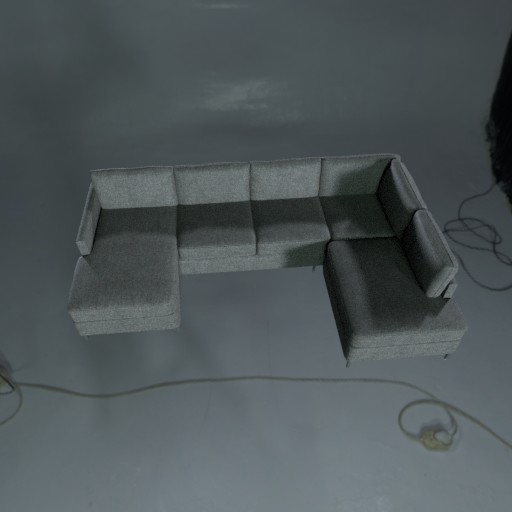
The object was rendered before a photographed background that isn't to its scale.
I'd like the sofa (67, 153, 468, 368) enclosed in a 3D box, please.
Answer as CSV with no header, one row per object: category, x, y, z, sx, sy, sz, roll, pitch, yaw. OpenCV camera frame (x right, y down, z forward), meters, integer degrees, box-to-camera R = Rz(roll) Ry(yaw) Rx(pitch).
sofa,0.000,0.000,4.308,3.423,0.999,2.048,-4,48,-4
